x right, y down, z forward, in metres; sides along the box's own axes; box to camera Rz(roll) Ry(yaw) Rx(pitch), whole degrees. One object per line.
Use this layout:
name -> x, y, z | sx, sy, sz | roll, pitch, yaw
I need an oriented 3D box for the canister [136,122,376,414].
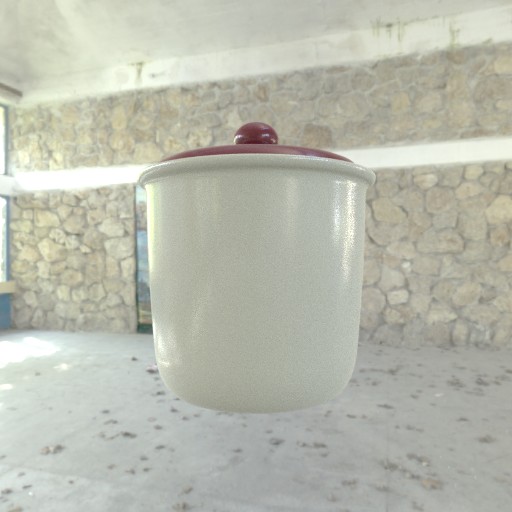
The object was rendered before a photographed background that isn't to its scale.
canister -> 0.000, 0.000, 0.348 | 0.182, 0.208, 0.182 | 0, -1, 0
